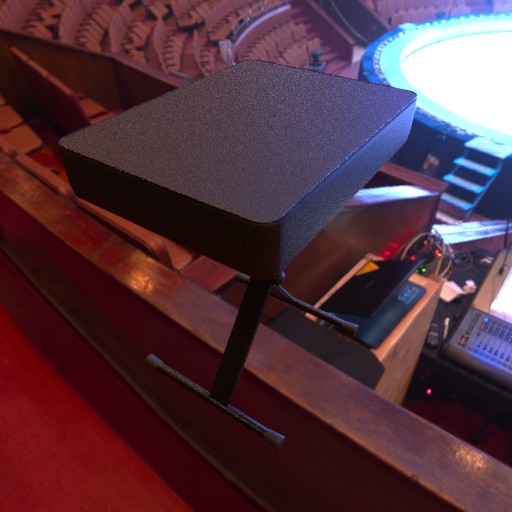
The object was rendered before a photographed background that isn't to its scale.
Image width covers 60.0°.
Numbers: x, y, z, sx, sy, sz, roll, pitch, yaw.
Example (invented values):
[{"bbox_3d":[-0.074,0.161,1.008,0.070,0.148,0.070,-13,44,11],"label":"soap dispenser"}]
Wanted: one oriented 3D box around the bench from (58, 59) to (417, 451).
[{"bbox_3d":[0.000,0.000,0.763,0.321,0.500,0.424,23,45,26],"label":"bench"}]
